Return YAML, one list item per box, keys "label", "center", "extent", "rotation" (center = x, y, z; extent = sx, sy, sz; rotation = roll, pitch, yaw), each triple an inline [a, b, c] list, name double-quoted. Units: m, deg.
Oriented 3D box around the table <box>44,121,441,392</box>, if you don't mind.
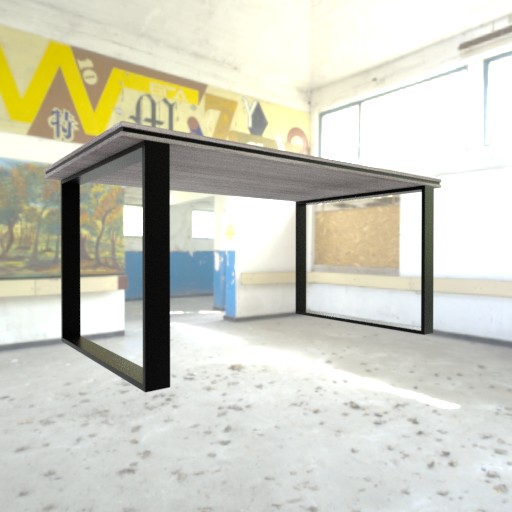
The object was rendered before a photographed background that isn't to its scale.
- label: "table"
  center: [0.000, 0.000, 2.009]
  extent: [1.579, 0.736, 0.881]
  rotation: [-1, 1, -38]
